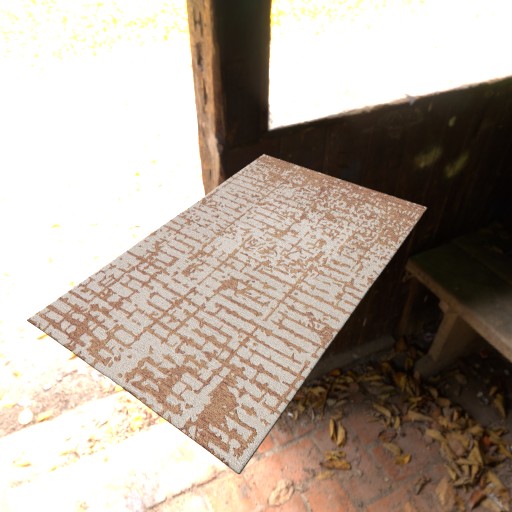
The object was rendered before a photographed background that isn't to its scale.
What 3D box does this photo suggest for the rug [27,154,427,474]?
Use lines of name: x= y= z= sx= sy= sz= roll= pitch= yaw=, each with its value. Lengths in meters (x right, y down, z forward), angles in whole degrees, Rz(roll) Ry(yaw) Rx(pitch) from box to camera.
rug: x=0.000 y=0.000 z=2.971 sx=1.517 sy=0.011 sz=2.435 roll=24 pitch=46 yaw=26
